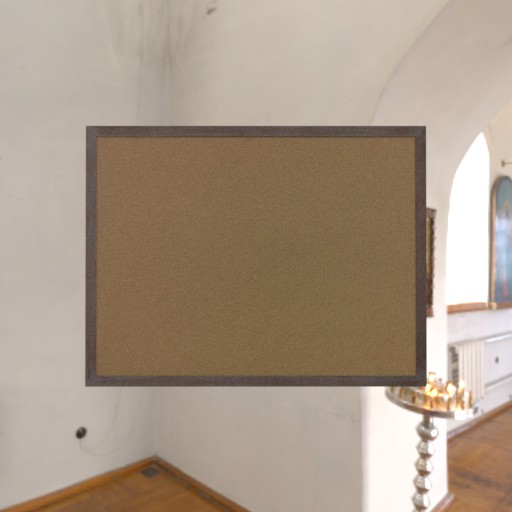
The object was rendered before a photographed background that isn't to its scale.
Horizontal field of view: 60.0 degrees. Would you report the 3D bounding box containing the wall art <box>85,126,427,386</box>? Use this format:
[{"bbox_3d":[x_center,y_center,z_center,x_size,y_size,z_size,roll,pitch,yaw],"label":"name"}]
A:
[{"bbox_3d":[0.000,0.000,1.326,1.012,0.774,0.019,0,0,0],"label":"wall art"}]
